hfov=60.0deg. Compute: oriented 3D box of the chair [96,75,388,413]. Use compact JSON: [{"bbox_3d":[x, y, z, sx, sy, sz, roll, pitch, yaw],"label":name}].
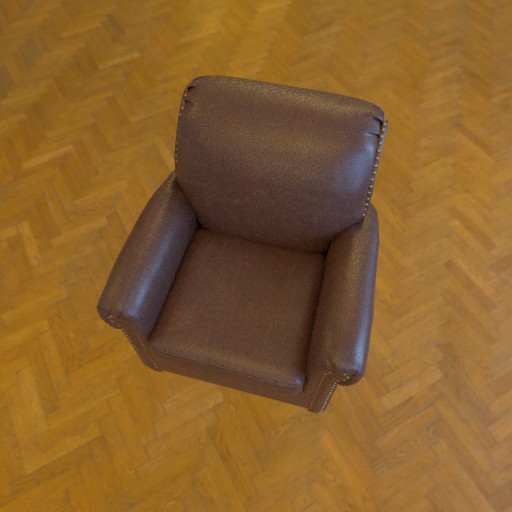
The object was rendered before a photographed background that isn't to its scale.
[{"bbox_3d":[0.000,0.000,1.629,0.854,0.927,0.890,12,59,8],"label":"chair"}]
